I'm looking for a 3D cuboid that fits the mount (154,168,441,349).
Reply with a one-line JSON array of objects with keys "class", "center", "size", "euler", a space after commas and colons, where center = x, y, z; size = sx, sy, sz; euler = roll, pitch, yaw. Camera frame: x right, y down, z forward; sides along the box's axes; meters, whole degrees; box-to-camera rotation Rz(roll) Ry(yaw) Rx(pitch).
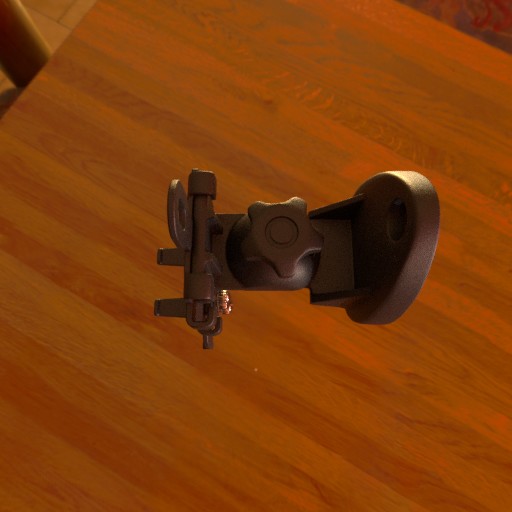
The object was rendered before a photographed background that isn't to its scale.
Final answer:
[{"class": "mount", "center": [0.000, 0.000, 0.172], "size": [0.100, 0.118, 0.066], "euler": [0, 76, 0]}]
